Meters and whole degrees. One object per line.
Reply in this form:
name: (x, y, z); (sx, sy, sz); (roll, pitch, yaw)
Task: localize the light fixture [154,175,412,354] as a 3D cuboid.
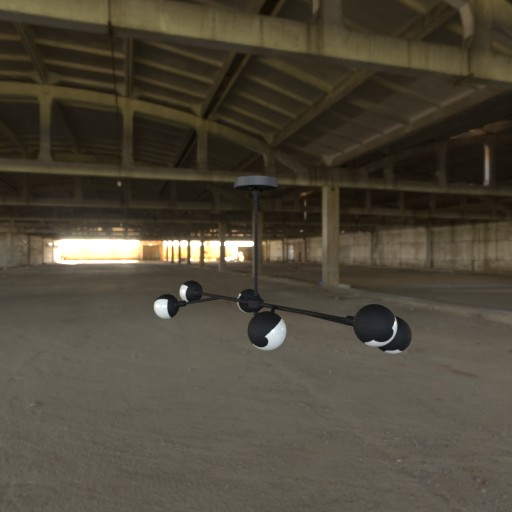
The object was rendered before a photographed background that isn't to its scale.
light fixture: (0.000, 0.000, 1.047); (0.434, 0.362, 0.778); (0, 1, -17)
